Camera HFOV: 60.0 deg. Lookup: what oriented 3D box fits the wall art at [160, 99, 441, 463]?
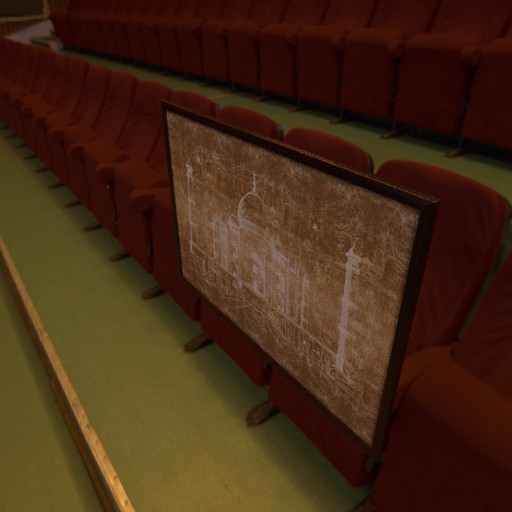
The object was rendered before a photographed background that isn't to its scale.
[{"bbox_3d":[0.000,0.000,1.018,0.014,0.559,0.816,-21,36,-31],"label":"wall art"}]
